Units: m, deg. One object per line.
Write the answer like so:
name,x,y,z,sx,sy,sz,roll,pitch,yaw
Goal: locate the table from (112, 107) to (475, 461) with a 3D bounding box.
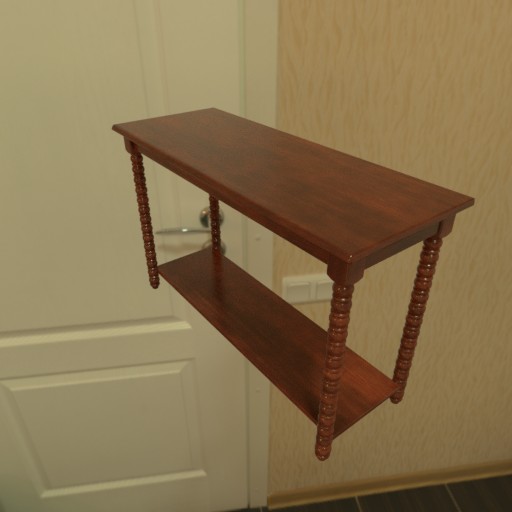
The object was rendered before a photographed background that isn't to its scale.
table,0.000,0.000,1.556,0.459,0.740,1.184,-22,38,-31
